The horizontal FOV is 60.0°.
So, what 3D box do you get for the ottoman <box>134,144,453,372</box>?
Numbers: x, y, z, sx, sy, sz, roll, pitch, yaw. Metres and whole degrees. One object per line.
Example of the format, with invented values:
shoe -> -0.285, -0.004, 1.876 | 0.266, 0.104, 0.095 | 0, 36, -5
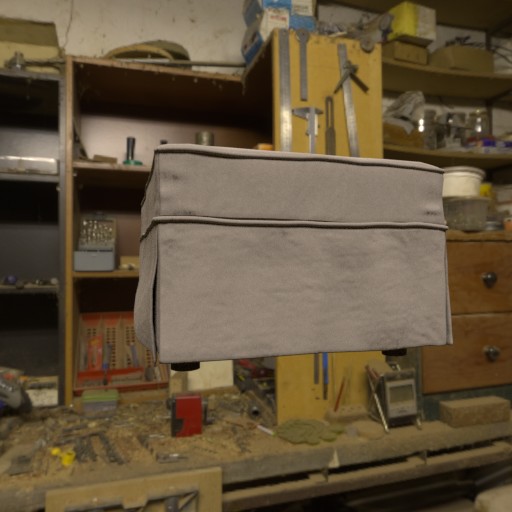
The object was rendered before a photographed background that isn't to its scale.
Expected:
ottoman -> 0.000, 0.000, 1.325 | 0.703, 0.479, 0.944 | 0, -1, -16
